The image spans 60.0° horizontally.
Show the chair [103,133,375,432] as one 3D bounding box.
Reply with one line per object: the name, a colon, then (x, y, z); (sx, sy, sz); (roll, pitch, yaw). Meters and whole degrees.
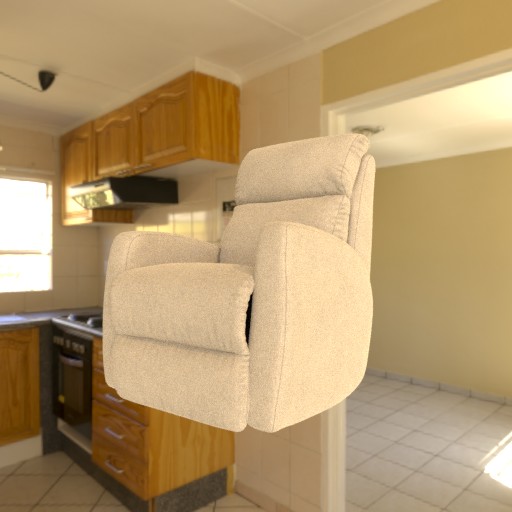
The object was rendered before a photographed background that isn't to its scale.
chair: (0.000, 0.000, 1.710); (0.794, 1.021, 0.940); (0, 0, 36)
